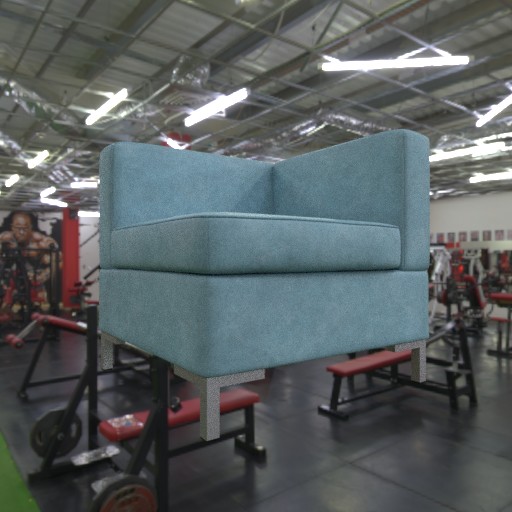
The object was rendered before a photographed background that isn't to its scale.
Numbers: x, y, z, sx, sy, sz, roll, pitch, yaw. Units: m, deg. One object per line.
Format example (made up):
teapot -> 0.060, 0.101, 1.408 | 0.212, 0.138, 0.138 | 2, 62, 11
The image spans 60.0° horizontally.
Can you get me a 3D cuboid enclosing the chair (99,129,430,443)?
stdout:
chair -> 0.000, 0.000, 1.218 | 0.691, 0.660, 0.684 | 0, 0, -35
